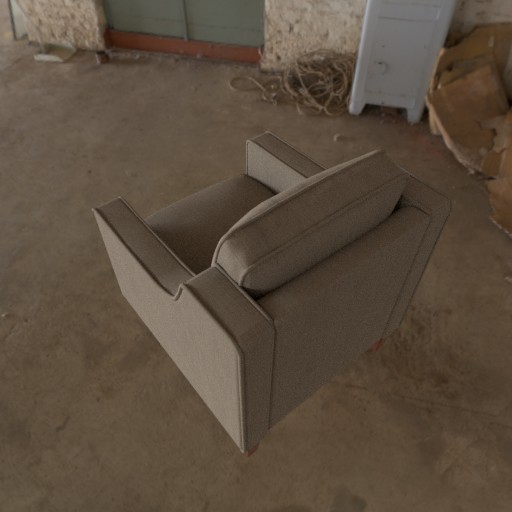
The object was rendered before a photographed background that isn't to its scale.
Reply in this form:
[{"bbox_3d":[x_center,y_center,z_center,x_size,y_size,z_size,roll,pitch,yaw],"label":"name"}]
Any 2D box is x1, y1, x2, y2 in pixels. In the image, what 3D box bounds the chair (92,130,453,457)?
[{"bbox_3d":[0.000,0.000,1.657,0.831,0.960,0.909,-30,54,-25],"label":"chair"}]
